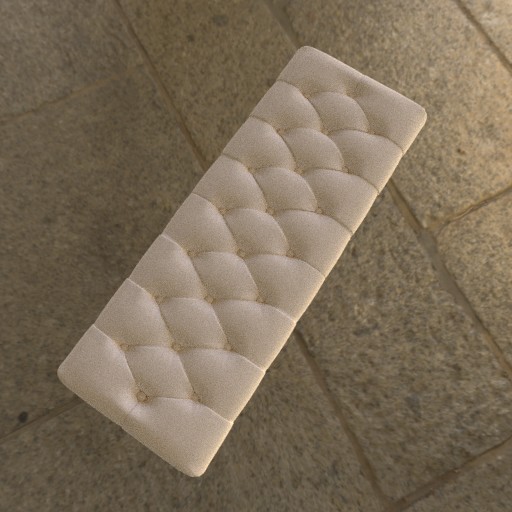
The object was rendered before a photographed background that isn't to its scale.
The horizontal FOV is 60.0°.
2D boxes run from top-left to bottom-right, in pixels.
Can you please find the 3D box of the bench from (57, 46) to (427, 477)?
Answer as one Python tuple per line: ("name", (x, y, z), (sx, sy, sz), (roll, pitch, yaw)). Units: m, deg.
("bench", (0.000, 0.000, 1.264), (0.400, 0.470, 1.054), (33, 77, 8))
